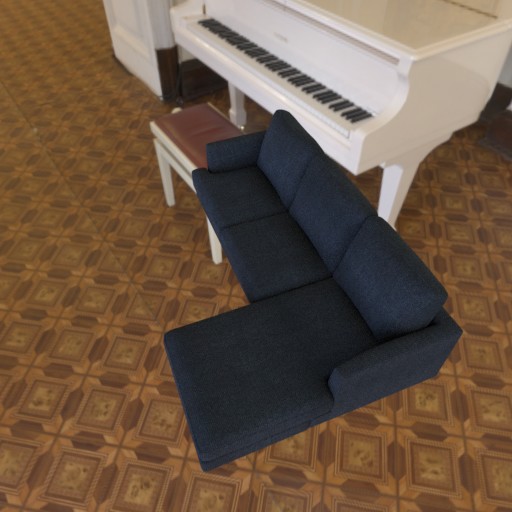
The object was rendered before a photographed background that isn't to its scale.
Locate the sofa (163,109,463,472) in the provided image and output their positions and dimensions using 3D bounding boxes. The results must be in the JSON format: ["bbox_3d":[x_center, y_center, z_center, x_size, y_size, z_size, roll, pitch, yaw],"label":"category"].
[{"bbox_3d":[0.000,0.000,3.025,1.504,0.956,2.233,-17,50,-15],"label":"sofa"}]
